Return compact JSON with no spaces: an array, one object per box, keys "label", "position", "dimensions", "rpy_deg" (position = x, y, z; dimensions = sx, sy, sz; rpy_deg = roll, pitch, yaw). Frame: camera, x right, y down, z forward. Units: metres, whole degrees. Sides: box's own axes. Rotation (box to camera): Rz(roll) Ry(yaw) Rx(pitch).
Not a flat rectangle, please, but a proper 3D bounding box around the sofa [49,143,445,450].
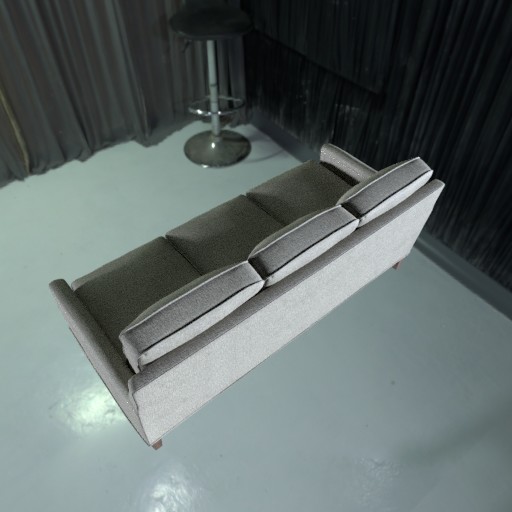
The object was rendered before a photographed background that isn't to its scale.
[{"label":"sofa","position":[0.000,0.000,2.790],"dimensions":[2.246,1.003,1.084],"rpy_deg":[-31,54,-26]}]
